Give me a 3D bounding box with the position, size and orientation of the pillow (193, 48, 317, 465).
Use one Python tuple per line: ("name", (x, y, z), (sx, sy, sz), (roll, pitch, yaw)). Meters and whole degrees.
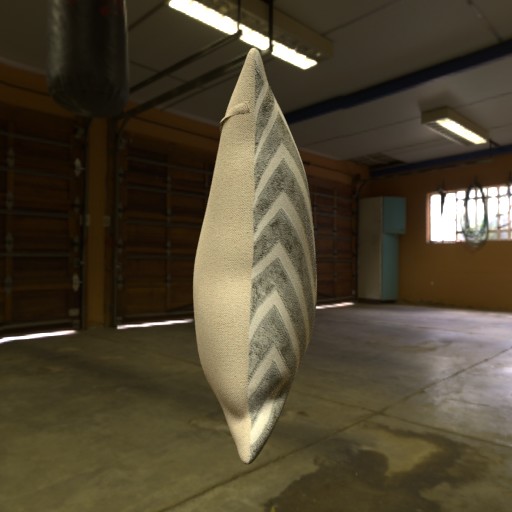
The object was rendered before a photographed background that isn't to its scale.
("pillow", (0.000, 0.000, 0.676), (0.182, 0.441, 0.440), (0, -1, 0))
